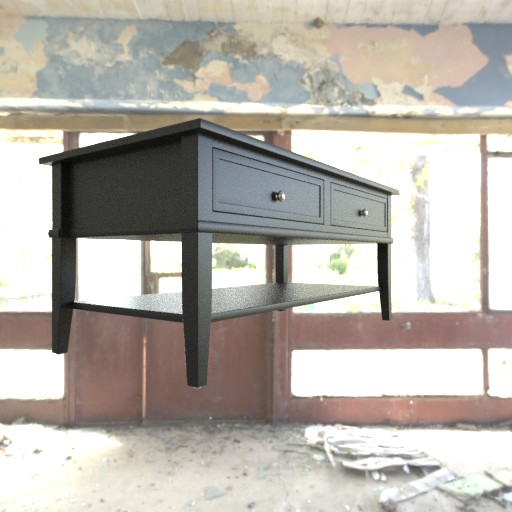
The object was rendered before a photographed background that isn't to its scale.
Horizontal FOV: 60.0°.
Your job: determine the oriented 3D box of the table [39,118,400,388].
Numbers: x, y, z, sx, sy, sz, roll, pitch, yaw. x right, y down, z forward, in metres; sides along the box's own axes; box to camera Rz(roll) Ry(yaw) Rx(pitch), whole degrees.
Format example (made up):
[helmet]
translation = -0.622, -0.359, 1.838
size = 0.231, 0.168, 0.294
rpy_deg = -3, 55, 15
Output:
[table]
translation = 0.000, 0.000, 1.325
size = 0.523, 0.470, 1.044
rpy_deg = 0, 0, 36
